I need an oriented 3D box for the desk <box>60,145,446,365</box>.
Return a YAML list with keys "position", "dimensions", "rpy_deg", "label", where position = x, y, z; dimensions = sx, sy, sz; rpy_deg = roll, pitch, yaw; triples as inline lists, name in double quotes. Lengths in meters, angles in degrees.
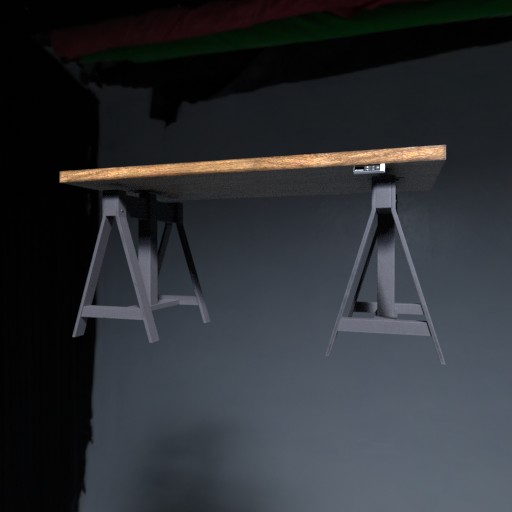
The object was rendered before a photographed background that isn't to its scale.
- position: [0.000, 0.000, 2.012]
  dimensions: [1.543, 0.725, 0.784]
  rpy_deg: [0, 1, 18]
  label: "desk"
